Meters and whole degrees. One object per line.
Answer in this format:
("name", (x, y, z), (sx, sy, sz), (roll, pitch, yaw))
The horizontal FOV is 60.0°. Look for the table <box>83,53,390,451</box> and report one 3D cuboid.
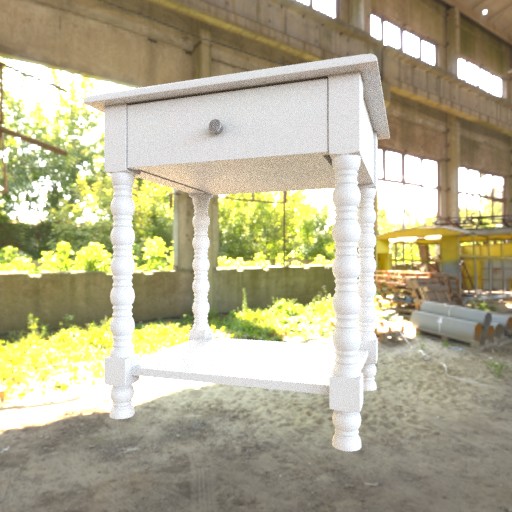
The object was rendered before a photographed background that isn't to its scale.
("table", (0.000, 0.000, 0.818), (0.460, 0.531, 0.381), (0, -1, 19))
